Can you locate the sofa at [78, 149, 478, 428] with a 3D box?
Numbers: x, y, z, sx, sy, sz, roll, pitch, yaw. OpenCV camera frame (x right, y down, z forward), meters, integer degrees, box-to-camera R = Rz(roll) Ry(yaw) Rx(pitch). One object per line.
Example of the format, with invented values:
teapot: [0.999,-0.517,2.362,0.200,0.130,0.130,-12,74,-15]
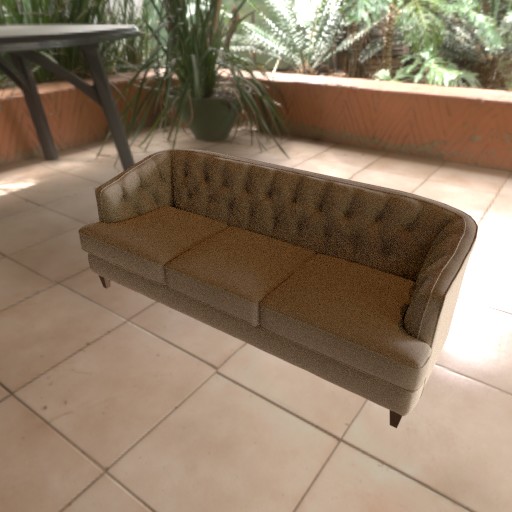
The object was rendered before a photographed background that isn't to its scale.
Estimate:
sofa: [0.000,0.000,2.693,2.278,0.855,0.941,19,34,30]
